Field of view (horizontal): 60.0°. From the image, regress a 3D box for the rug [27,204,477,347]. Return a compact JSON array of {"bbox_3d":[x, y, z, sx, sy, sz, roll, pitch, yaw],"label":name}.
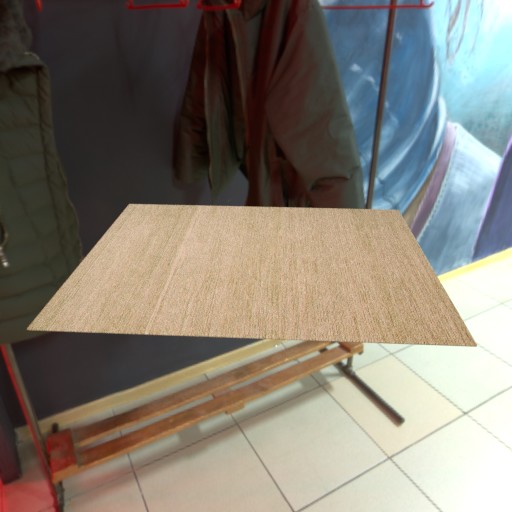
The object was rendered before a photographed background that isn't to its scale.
[{"bbox_3d":[0.000,0.000,4.196,3.198,0.016,2.425,2,29,3],"label":"rug"}]
